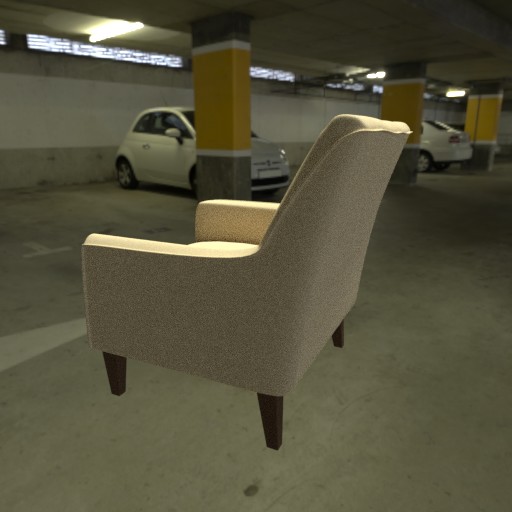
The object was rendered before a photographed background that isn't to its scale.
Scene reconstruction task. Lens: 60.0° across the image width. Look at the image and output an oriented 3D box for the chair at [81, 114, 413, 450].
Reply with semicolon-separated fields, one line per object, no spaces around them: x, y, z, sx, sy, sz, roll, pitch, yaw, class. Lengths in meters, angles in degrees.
0.000;0.000;1.571;0.899;0.919;0.780;7;17;25;chair
